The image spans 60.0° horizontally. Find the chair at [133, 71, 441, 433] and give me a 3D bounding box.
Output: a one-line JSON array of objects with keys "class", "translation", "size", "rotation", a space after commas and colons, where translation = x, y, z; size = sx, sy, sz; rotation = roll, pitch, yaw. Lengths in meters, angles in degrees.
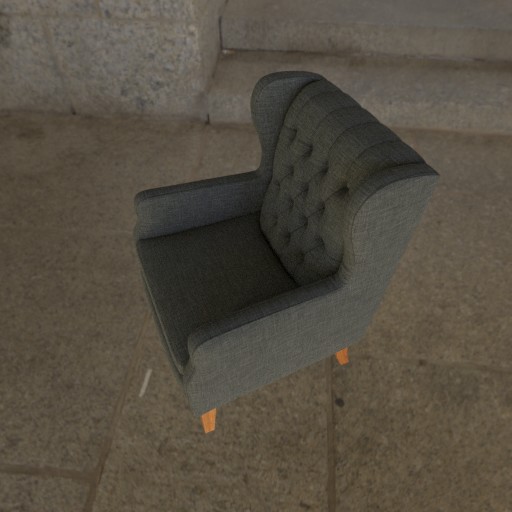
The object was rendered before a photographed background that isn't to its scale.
[{"class": "chair", "translation": [0.000, 0.000, 1.529], "size": [0.775, 0.953, 0.711], "rotation": [-18, 49, -16]}]
